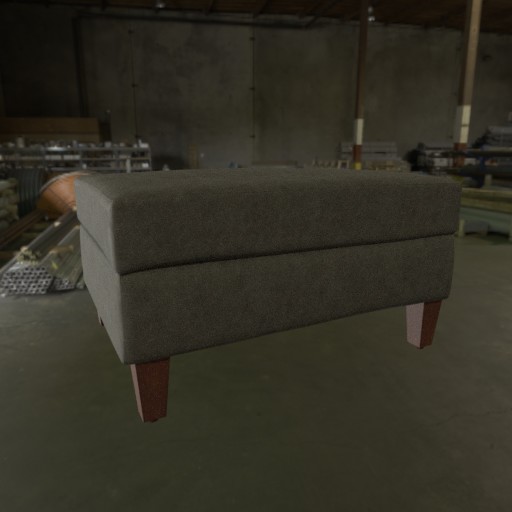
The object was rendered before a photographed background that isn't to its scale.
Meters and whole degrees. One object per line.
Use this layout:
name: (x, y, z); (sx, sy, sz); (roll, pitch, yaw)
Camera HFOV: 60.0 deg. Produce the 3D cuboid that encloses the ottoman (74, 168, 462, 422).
ottoman: (0.000, 0.000, 1.200); (0.839, 0.464, 0.639); (-7, 15, -26)
